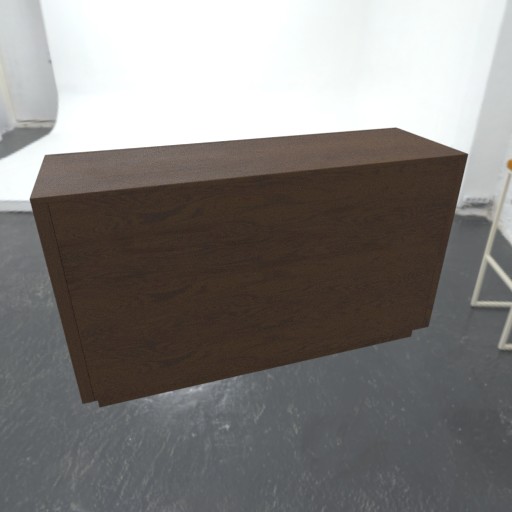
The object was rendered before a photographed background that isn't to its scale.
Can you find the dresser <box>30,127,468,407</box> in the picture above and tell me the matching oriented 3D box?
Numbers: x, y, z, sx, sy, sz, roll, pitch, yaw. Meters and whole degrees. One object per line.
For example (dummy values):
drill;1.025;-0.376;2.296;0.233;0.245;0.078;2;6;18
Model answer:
dresser;0.000;0.000;1.894;1.523;0.889;0.512;-9;30;-16
